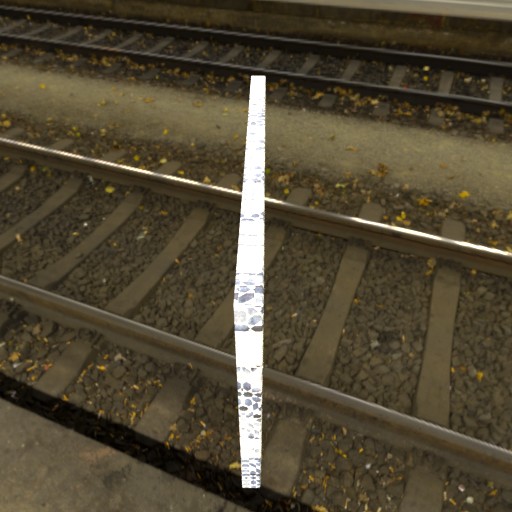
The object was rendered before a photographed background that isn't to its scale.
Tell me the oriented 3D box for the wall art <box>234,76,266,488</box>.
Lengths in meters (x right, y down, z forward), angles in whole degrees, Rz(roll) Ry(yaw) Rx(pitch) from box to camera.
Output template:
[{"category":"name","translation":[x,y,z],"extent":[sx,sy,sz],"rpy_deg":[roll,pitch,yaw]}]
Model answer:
[{"category":"wall art","translation":[0.000,0.000,0.769],"extent":[0.030,0.406,0.608],"rpy_deg":[1,41,1]}]
